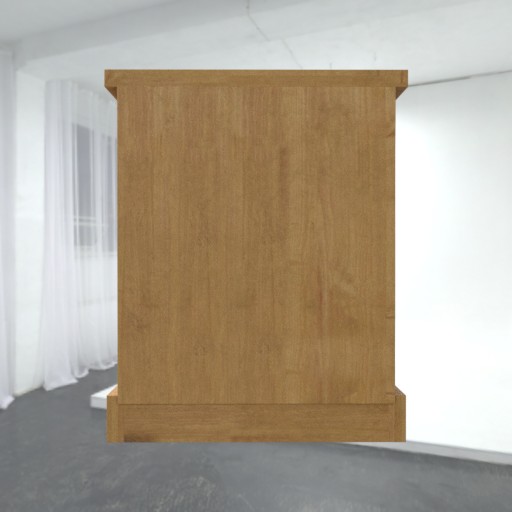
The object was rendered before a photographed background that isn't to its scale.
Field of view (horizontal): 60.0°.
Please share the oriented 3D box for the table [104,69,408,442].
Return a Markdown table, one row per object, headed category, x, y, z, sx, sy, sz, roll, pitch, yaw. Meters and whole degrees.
| category | x | y | z | sx | sy | sz | roll | pitch | yaw |
| --- | --- | --- | --- | --- | --- | --- | --- | --- | --- |
| table | 0.000 | 0.000 | 1.214 | 0.660 | 0.813 | 0.500 | 0 | 0 | 0 |
